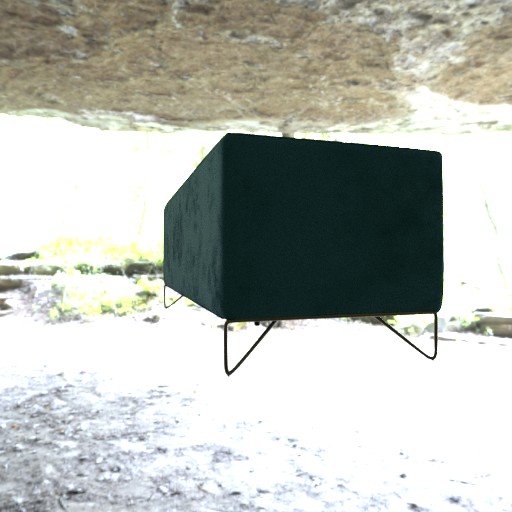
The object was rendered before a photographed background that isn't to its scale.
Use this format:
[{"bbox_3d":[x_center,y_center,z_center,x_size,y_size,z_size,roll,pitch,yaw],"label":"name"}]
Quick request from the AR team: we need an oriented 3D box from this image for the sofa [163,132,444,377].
[{"bbox_3d":[0.000,0.000,2.510,0.867,0.789,2.087,0,0,-17],"label":"sofa"}]
